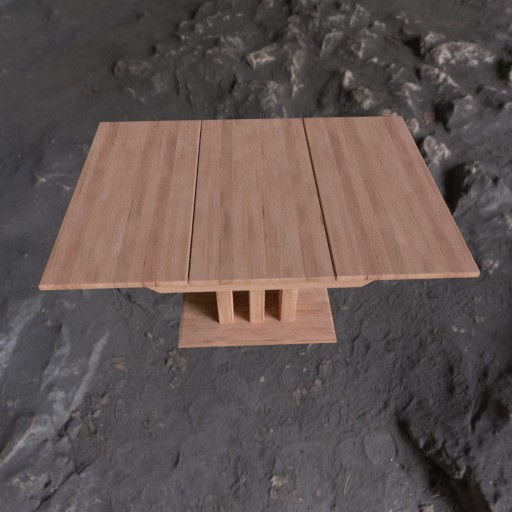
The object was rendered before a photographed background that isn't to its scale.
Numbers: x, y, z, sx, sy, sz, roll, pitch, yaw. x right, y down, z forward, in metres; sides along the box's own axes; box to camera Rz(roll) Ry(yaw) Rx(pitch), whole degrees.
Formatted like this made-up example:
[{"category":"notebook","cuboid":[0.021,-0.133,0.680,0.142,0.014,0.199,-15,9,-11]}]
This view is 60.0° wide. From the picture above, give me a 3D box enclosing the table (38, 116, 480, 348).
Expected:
[{"category":"table","cuboid":[0.000,0.000,1.886,1.300,0.770,0.900,-2,47,-2]}]
